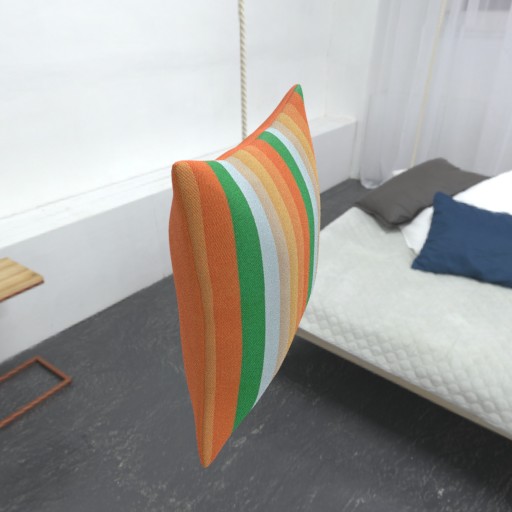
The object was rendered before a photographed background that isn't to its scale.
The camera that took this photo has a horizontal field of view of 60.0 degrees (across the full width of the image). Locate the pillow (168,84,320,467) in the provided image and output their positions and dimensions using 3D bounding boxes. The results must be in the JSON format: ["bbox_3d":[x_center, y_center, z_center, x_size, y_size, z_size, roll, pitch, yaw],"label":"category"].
[{"bbox_3d":[0.000,0.000,0.698,0.169,0.444,0.453,10,32,16],"label":"pillow"}]
